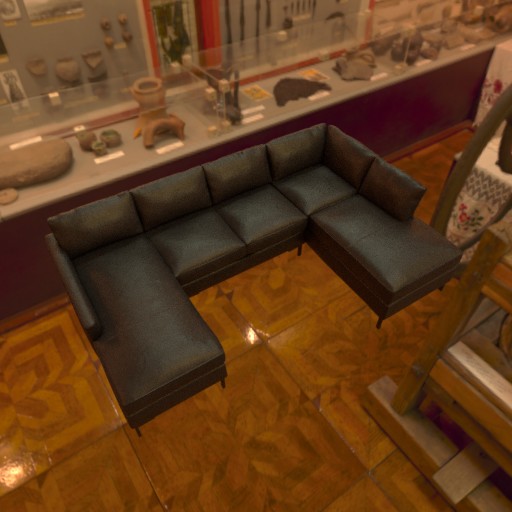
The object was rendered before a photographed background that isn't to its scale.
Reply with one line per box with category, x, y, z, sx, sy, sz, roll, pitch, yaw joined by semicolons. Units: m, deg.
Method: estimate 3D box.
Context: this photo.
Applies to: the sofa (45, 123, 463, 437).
sofa;0.000;0.000;3.782;2.956;0.900;1.939;-24;51;-22
